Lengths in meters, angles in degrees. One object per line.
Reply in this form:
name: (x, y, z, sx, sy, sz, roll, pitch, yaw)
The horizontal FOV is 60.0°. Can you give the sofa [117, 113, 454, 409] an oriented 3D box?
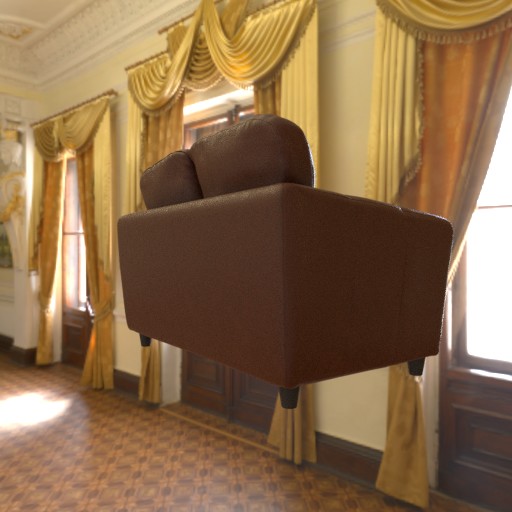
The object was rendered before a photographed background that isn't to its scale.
sofa: (0.000, 0.000, 1.956, 0.805, 0.906, 1.406, 0, 0, -36)
